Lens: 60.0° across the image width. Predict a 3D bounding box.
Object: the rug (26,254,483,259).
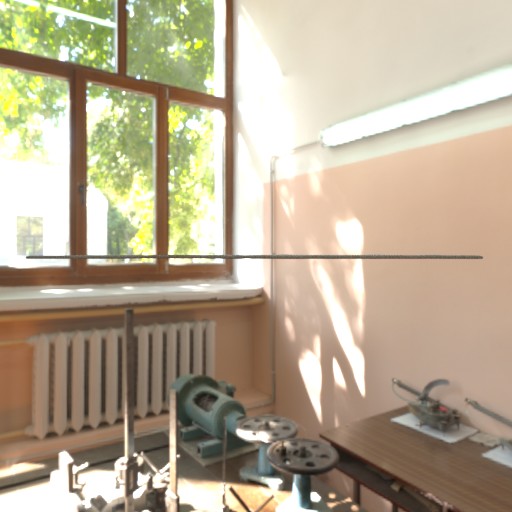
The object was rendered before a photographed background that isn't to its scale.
[{"bbox_3d":[0.000,0.000,0.889,0.639,0.006,0.548,0,0,1],"label":"rug"}]
